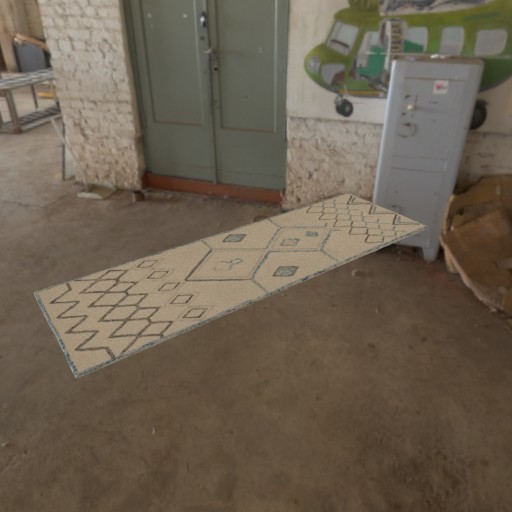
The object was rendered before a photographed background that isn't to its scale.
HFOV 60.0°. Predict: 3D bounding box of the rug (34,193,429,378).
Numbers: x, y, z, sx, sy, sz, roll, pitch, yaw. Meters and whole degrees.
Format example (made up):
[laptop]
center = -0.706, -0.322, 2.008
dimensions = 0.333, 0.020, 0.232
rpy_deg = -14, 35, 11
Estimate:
[rug]
center = 0.000, 0.000, 2.760
dimensions = 2.434, 0.013, 0.770
rpy_deg = -20, 36, -30
